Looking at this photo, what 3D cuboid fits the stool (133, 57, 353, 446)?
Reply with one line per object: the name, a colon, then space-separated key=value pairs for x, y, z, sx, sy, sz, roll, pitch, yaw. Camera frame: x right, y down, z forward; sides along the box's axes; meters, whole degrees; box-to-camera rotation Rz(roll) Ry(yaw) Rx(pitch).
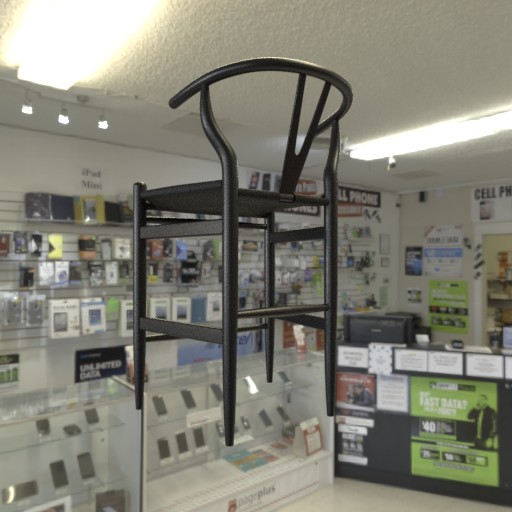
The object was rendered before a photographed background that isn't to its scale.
stool: x=0.000 y=0.000 z=1.354 sx=0.569 sy=0.970 sz=0.579 roll=1 pitch=-1 yaw=-36
